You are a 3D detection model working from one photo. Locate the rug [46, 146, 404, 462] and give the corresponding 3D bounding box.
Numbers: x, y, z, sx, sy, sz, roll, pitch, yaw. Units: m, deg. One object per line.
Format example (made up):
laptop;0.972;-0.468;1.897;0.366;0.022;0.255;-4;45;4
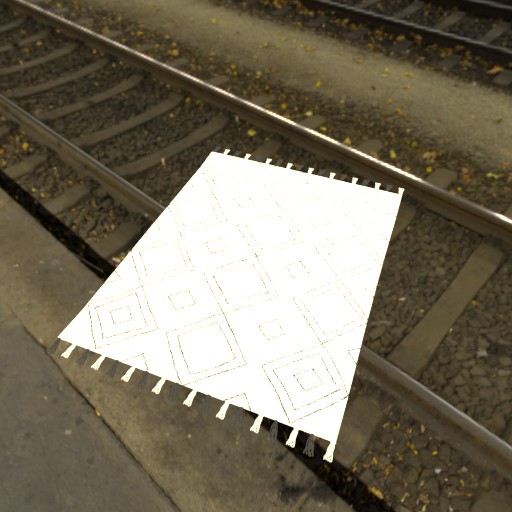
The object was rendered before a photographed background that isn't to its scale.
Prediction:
rug;0.000;0.000;4.282;2.342;0.026;3.221;16;48;15
